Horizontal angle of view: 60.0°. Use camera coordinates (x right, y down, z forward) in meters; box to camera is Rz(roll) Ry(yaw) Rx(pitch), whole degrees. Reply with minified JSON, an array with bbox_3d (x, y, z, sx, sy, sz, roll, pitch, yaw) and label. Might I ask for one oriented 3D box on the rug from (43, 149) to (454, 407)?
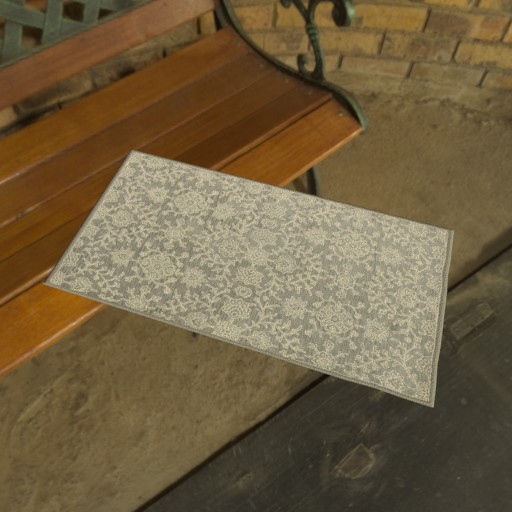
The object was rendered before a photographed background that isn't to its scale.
[{"bbox_3d":[0.000,0.000,3.648,3.048,0.011,1.546,16,60,9],"label":"rug"}]
